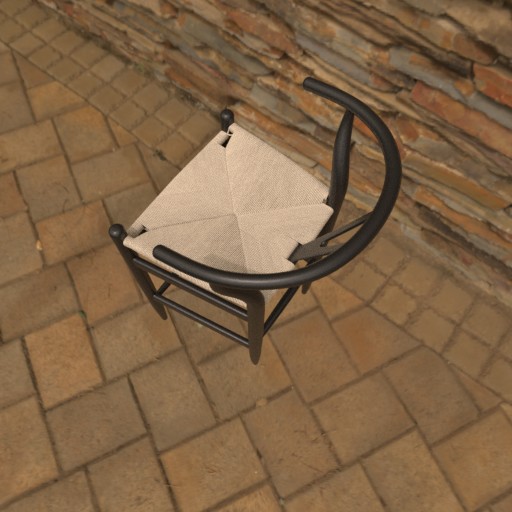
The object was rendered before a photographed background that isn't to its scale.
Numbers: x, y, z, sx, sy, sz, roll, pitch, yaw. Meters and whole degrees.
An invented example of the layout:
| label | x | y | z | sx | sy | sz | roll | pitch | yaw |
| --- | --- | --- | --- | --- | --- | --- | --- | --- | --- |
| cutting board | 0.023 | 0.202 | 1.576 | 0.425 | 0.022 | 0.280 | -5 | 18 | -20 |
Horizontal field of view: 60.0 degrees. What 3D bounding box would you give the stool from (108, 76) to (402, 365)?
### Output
| label | x | y | z | sx | sy | sz | roll | pitch | yaw |
| --- | --- | --- | --- | --- | --- | --- | --- | --- | --- |
| stool | 0.000 | 0.000 | 1.319 | 0.579 | 0.970 | 0.569 | 32 | 68 | 15 |
